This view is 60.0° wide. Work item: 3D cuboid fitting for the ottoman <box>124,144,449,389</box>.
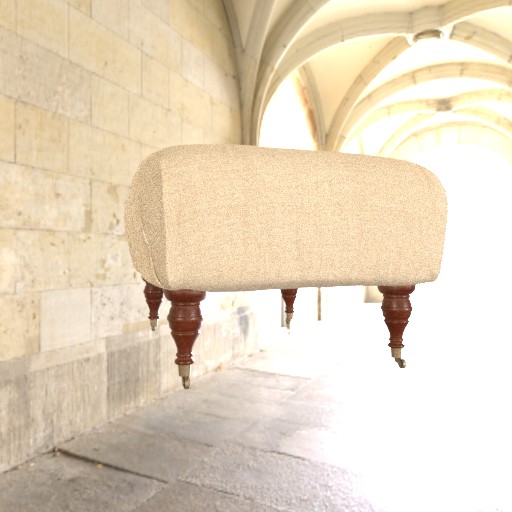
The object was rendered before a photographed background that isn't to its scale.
[{"bbox_3d":[0.000,0.000,1.115,0.622,0.450,0.747,0,0,-18],"label":"ottoman"}]
